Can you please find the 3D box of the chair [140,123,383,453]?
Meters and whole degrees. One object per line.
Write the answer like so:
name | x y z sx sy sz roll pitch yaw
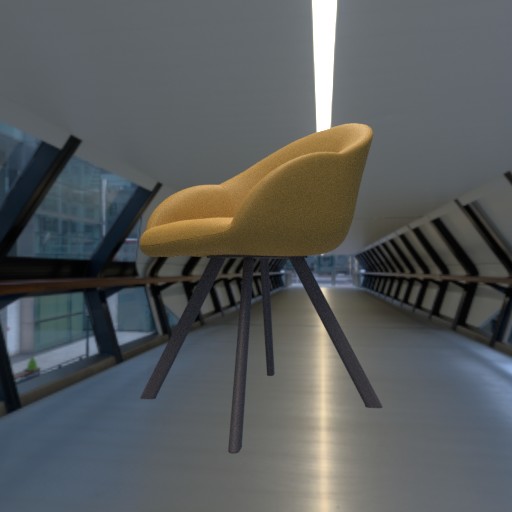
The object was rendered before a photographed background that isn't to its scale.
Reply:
chair | 0.000 0.000 1.207 0.583 0.793 0.551 1 -1 -37
